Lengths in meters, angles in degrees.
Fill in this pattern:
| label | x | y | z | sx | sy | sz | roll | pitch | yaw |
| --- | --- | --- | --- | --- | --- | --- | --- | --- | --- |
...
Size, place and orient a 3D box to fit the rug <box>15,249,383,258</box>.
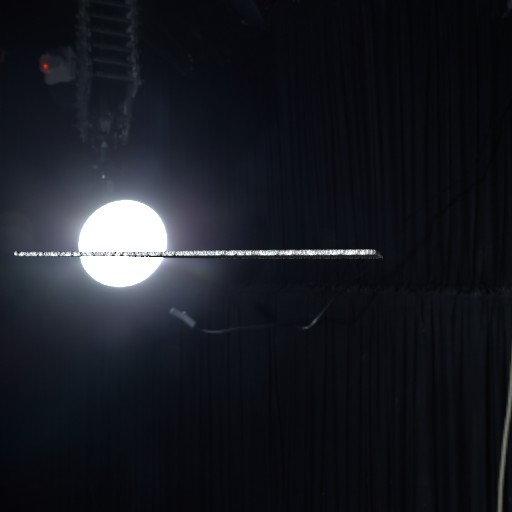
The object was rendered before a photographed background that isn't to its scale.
| label | x | y | z | sx | sy | sz | roll | pitch | yaw |
| --- | --- | --- | --- | --- | --- | --- | --- | --- | --- |
| rug | 0.000 | 0.000 | 2.240 | 1.224 | 0.016 | 1.832 | 0 | -1 | 16 |
